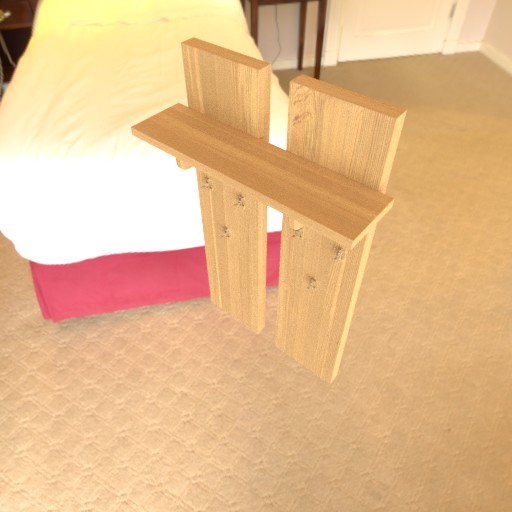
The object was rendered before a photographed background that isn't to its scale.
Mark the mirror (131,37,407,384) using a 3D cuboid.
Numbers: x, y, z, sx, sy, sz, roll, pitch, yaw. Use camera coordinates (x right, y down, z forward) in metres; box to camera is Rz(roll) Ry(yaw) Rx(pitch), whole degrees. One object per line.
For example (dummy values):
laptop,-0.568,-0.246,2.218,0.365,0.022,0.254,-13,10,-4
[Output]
mirror,0.000,0.000,1.576,0.800,1.250,0.260,31,54,26
